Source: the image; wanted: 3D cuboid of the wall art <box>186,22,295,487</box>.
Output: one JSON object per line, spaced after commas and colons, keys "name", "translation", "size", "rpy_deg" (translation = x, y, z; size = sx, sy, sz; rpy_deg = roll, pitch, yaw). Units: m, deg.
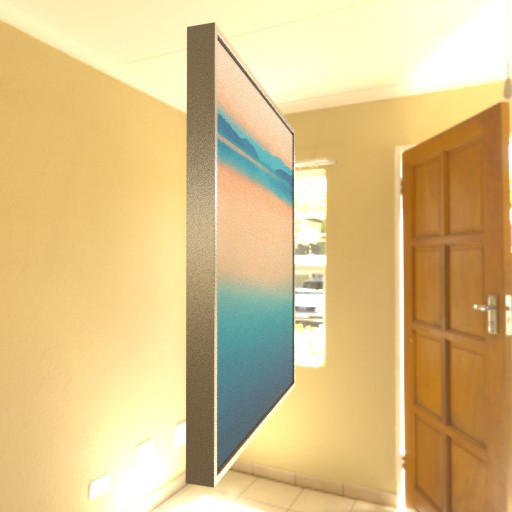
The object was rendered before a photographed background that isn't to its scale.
{"name": "wall art", "translation": [0.000, 0.000, 0.749], "size": [0.037, 0.554, 0.453], "rpy_deg": [0, -1, 17]}
